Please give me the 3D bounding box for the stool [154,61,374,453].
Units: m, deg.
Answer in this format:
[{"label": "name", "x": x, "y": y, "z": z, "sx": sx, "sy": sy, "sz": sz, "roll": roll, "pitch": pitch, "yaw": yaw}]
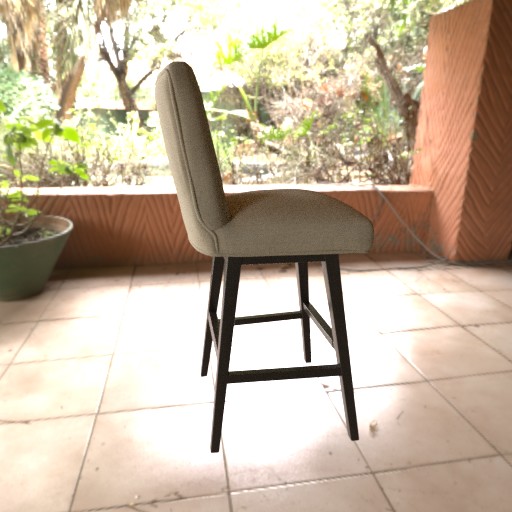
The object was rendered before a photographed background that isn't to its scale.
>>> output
[{"label": "stool", "x": 0.000, "y": 0.000, "z": 1.423, "sx": 0.574, "sy": 1.086, "sz": 0.514, "roll": -3, "pitch": 16, "yaw": -10}]
